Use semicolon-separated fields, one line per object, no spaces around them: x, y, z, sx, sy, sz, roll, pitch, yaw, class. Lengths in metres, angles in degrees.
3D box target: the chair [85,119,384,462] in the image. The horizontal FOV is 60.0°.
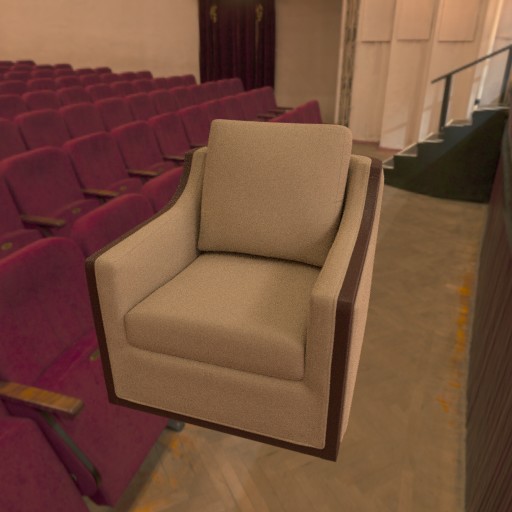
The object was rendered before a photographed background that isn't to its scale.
0.000;0.000;1.716;0.870;0.930;0.950;8;26;16;chair
